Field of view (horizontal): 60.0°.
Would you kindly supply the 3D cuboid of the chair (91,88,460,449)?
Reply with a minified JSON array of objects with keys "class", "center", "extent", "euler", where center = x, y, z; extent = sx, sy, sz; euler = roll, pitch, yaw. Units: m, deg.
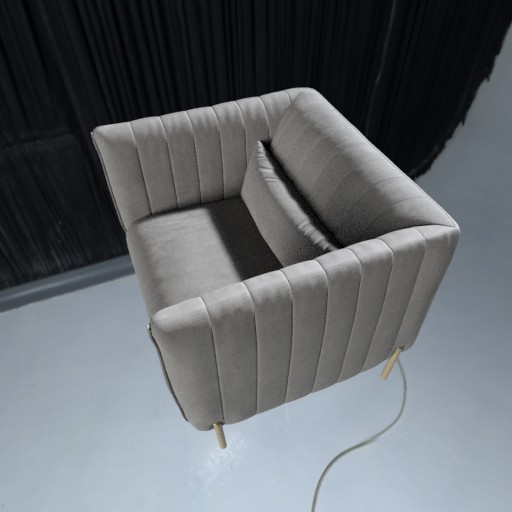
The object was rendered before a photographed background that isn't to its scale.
[{"class":"chair","center":[0.000,0.000,1.627],"extent":[0.873,0.779,0.981],"euler":[-17,49,-15]}]
